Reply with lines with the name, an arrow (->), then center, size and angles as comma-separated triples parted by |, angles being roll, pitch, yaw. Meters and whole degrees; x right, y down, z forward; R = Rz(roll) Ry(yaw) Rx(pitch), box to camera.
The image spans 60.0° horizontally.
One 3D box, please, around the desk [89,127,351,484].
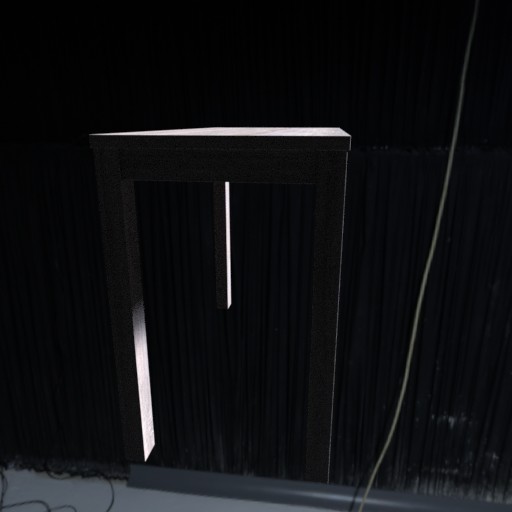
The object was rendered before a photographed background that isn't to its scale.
desk -> 0.000, 0.000, 1.395 | 0.495, 0.762, 0.991 | 3, 17, 9
